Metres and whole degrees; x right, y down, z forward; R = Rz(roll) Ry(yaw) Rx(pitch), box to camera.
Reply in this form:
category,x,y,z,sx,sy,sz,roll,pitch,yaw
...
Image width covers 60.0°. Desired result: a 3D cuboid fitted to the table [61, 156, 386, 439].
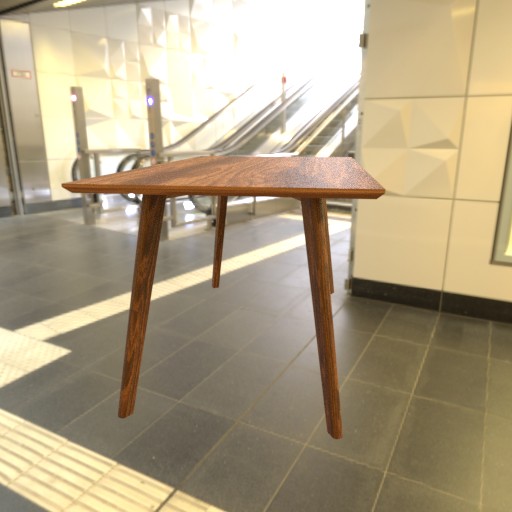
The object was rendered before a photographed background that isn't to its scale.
category,x,y,z,sx,sy,sz,roll,pitch,yaw
table,0.000,0.000,1.810,0.801,0.724,1.349,2,16,8
